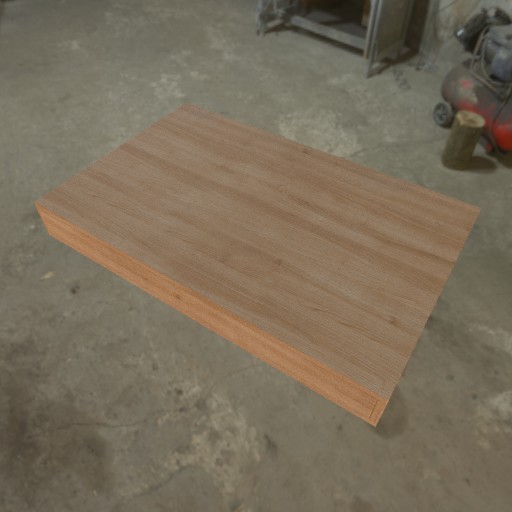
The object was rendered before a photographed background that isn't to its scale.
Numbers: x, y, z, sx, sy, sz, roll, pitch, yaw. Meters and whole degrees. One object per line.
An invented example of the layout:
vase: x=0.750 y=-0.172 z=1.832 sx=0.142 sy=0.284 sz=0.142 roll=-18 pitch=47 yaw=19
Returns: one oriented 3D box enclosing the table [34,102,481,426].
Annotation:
table: x=0.000 y=0.000 z=1.452 sx=1.100 sy=0.440 sz=0.700 roll=26 pitch=53 yaw=22
